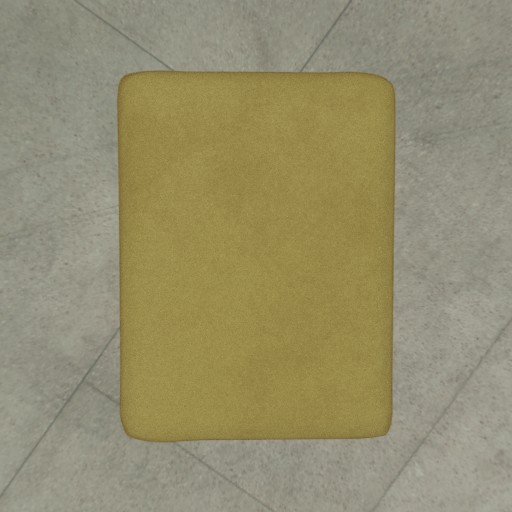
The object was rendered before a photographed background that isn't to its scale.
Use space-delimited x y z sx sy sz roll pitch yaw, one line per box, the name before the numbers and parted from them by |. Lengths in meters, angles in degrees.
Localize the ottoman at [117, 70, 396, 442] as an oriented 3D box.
ottoman | 0.000 0.000 1.105 0.608 0.449 0.811 0 92 -1
